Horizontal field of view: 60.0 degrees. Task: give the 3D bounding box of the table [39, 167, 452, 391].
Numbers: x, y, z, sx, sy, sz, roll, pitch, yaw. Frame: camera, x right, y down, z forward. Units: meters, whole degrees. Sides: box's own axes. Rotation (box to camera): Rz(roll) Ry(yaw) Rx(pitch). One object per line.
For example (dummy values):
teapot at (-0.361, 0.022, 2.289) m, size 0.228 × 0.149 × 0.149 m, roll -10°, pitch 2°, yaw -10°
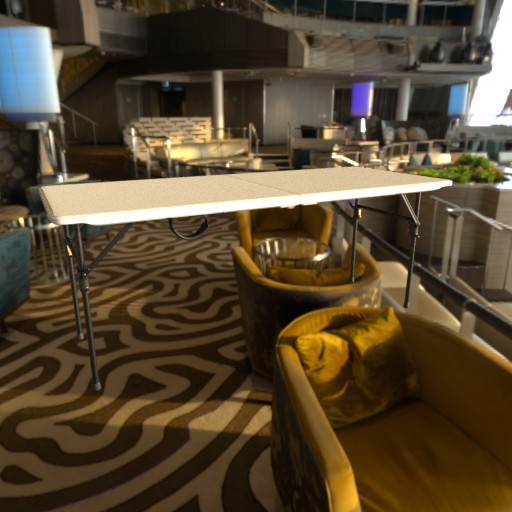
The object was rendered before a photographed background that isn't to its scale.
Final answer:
table at (0.000, 0.000, 2.197) m, size 1.829 × 0.719 × 0.761 m, roll -9°, pitch 19°, yaw -27°
